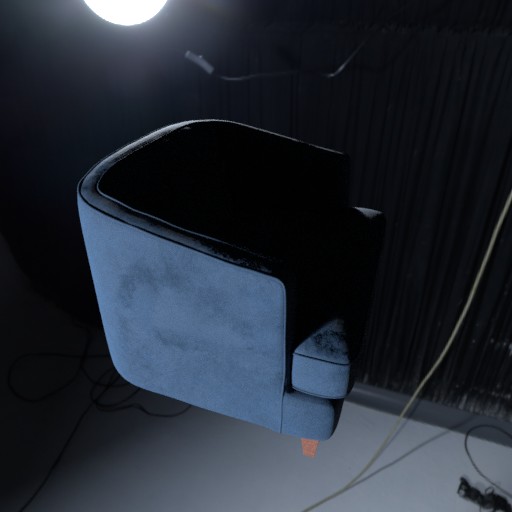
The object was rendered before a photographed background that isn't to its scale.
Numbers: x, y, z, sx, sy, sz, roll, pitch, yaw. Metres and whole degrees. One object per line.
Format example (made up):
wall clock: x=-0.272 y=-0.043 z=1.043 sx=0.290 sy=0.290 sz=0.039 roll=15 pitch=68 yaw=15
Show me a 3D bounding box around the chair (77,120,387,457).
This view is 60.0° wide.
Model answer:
chair: x=0.000 y=0.000 z=1.742 sx=0.940 sy=0.852 sz=1.094 roll=10 pitch=32 yaw=16
